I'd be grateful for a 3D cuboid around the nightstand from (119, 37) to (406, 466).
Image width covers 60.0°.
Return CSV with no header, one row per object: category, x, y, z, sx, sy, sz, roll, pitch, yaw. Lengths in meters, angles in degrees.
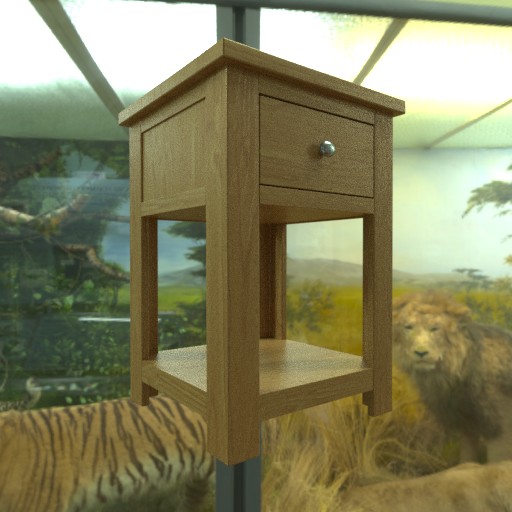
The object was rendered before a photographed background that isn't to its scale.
nightstand,0.000,0.000,0.914,0.428,0.614,0.418,0,0,-37
